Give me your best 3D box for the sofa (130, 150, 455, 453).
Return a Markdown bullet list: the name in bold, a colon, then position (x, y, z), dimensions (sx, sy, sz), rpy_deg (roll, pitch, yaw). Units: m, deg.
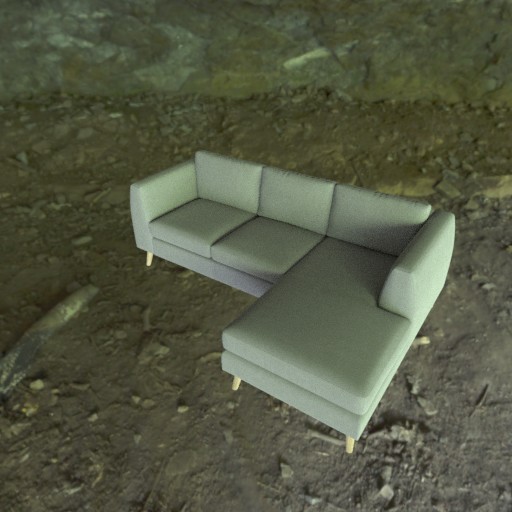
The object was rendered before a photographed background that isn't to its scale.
- **sofa**: position (0.000, 0.000, 3.104), dimensions (2.300, 0.860, 1.580), rpy_deg (20, 37, 29)
